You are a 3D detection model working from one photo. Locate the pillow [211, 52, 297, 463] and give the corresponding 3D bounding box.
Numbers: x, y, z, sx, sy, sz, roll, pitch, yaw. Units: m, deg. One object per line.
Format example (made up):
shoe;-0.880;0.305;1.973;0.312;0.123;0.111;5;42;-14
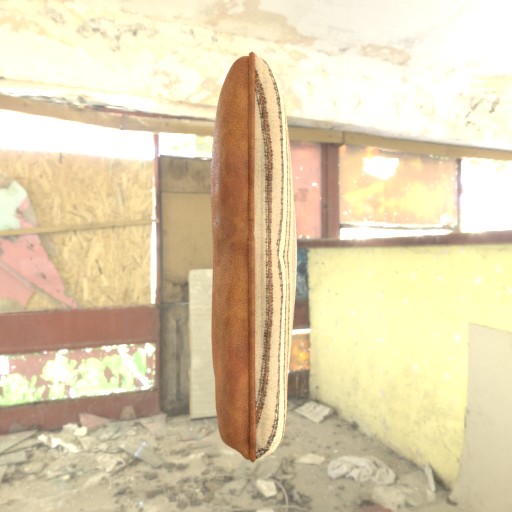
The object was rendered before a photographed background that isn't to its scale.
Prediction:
pillow;0.000;0.000;0.741;0.130;0.490;0.489;0;1;-1
